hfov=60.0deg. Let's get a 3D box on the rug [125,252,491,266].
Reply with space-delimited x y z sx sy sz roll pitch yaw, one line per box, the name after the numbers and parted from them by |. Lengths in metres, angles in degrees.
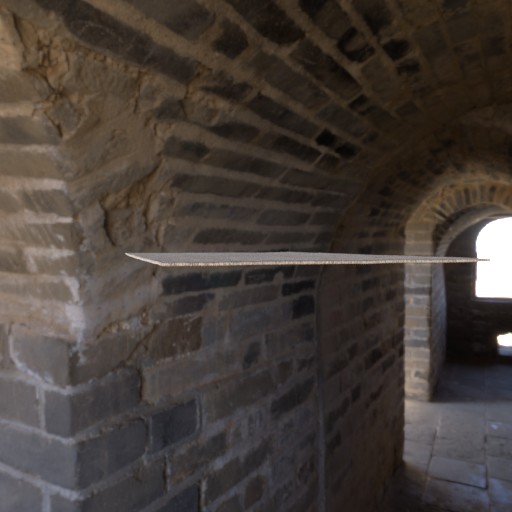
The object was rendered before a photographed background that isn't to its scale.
0.000 0.000 2.302 1.211 0.018 1.822 0 1 -19 | rug
